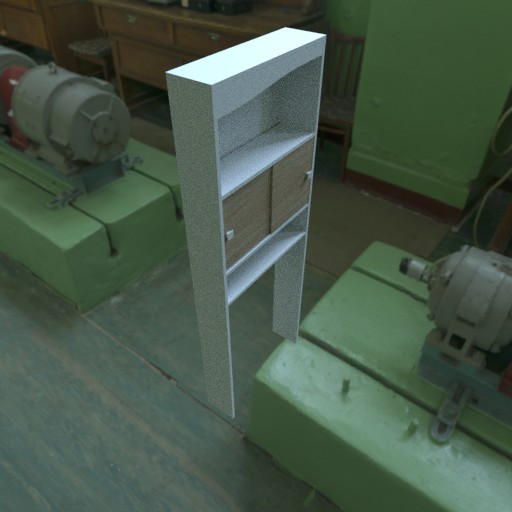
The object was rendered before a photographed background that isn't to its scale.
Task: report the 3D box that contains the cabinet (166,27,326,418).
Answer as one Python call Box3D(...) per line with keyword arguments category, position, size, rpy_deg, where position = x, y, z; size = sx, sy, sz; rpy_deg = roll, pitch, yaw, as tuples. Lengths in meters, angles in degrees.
Box3D(category="cabinet", position=(0.000, 0.000, 2.037), size=(0.192, 1.770, 0.643), rpy_deg=(26, 47, 27))
